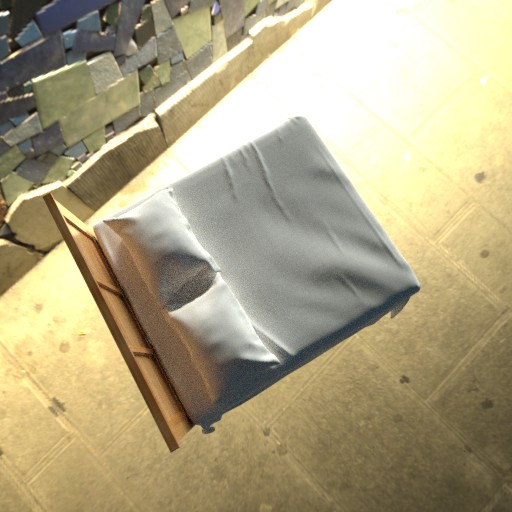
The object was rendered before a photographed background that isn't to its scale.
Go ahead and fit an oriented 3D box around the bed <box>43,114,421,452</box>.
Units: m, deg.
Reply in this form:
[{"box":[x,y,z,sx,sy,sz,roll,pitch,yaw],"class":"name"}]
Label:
[{"box":[0.000,0.000,3.216,2.035,1.273,1.870,-30,78,-7],"class":"bed"}]
